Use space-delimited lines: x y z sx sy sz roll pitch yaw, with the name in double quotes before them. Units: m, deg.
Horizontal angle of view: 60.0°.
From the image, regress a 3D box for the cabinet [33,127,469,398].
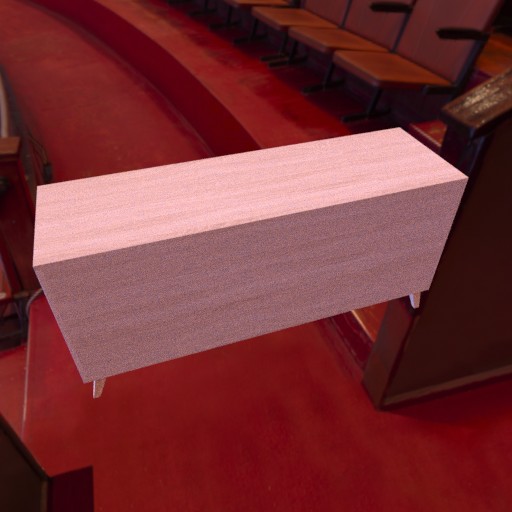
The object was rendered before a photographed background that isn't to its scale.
"cabinet" 0.000 0.000 2.024 1.649 0.780 0.500 -13 42 -14
